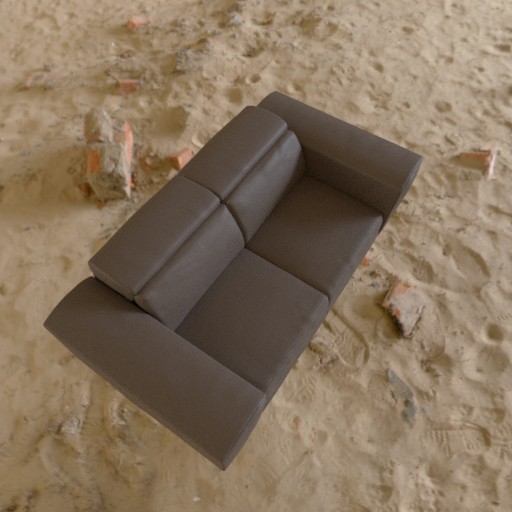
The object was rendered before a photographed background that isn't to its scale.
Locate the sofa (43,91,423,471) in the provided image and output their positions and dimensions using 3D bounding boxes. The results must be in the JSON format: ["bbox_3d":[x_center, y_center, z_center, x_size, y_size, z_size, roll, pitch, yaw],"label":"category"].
[{"bbox_3d":[0.000,0.000,2.381,1.003,0.779,1.895,30,63,17],"label":"sofa"}]
